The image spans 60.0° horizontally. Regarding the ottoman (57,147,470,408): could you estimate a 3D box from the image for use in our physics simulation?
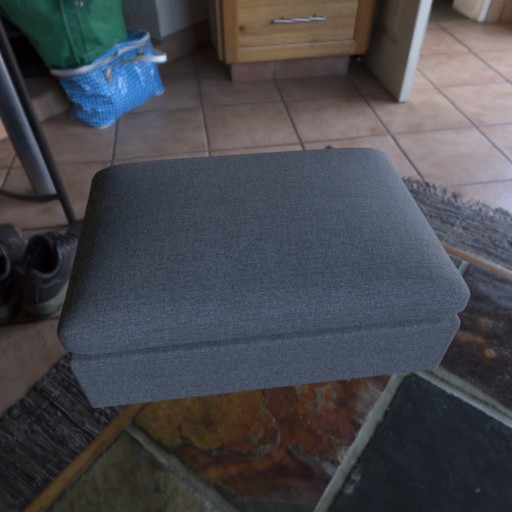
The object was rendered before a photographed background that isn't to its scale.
[{"bbox_3d":[0.000,0.000,1.410,1.041,0.483,0.711,-5,45,-5],"label":"ottoman"}]
